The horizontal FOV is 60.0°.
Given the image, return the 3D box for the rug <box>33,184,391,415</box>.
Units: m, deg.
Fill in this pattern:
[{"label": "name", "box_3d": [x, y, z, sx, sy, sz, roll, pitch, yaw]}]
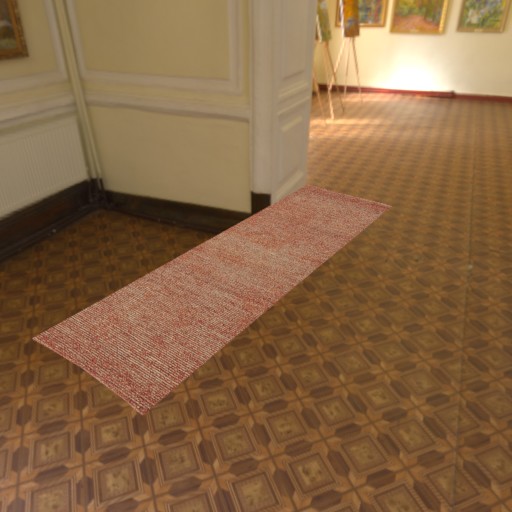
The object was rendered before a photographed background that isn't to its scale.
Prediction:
[{"label": "rug", "box_3d": [0.000, 0.000, 2.597, 0.718, 0.013, 2.353, 21, 36, 31]}]
